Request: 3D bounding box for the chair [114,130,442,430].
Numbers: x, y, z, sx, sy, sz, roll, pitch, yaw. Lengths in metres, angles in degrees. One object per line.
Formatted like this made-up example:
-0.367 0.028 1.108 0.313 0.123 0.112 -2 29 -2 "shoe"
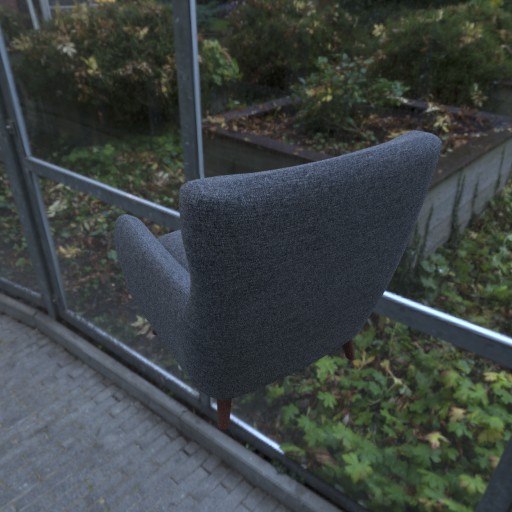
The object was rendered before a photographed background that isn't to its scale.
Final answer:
0.000 0.000 1.739 0.889 1.039 0.940 -19 36 -29 "chair"
